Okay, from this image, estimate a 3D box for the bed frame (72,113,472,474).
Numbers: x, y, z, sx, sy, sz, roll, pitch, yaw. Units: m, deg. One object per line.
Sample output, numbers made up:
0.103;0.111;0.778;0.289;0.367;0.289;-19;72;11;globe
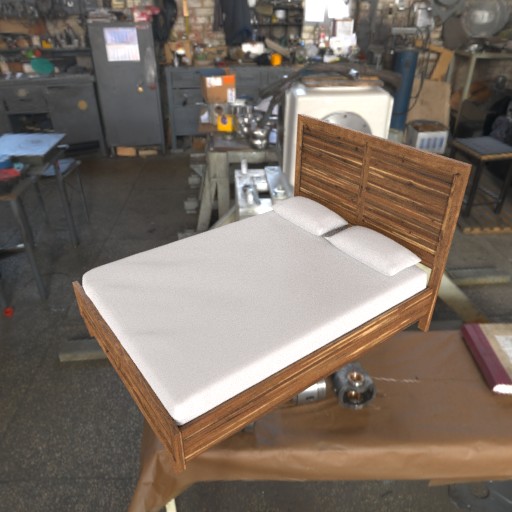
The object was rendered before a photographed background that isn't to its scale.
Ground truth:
0.000;0.000;3.286;2.276;1.417;1.696;-21;37;-30;bed frame
